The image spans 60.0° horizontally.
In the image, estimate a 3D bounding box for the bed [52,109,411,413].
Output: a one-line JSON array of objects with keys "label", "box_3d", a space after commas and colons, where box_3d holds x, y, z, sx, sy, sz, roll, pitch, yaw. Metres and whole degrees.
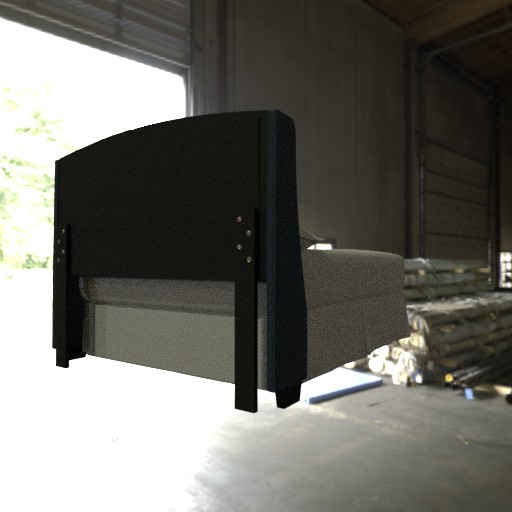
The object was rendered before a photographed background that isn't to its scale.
[{"label": "bed", "box_3d": [0.000, 0.000, 3.290, 1.710, 1.407, 2.237, -1, -1, 35]}]
